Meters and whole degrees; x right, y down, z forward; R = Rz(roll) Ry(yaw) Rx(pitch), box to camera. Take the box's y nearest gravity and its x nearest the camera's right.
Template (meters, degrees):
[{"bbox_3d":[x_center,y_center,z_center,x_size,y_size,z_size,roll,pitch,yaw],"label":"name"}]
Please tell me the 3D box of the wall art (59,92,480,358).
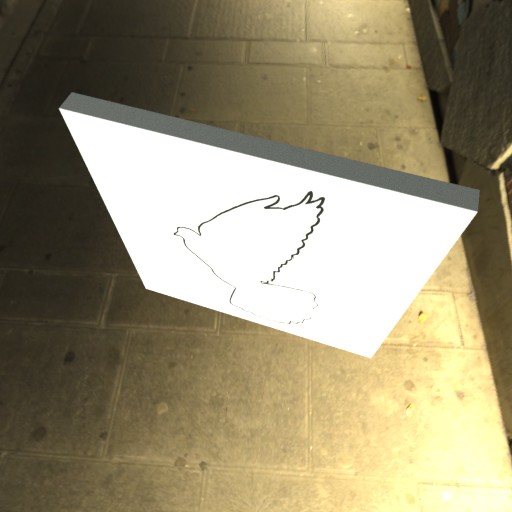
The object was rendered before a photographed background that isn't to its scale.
[{"bbox_3d":[0.000,0.000,0.887,0.610,0.610,0.038,16,61,9],"label":"wall art"}]
